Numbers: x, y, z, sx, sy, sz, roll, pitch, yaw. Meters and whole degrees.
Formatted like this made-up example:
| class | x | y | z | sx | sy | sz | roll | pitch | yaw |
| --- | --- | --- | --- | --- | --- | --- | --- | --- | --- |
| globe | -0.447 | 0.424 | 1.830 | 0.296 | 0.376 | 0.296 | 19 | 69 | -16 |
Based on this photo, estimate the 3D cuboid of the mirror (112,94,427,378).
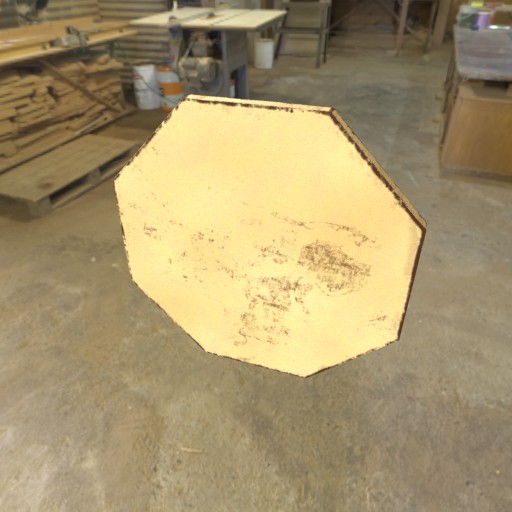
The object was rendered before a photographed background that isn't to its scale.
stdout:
| class | x | y | z | sx | sy | sz | roll | pitch | yaw |
| --- | --- | --- | --- | --- | --- | --- | --- | --- | --- |
| mirror | 0.000 | 0.000 | 0.957 | 0.648 | 0.648 | 0.031 | 11 | 35 | 16 |
